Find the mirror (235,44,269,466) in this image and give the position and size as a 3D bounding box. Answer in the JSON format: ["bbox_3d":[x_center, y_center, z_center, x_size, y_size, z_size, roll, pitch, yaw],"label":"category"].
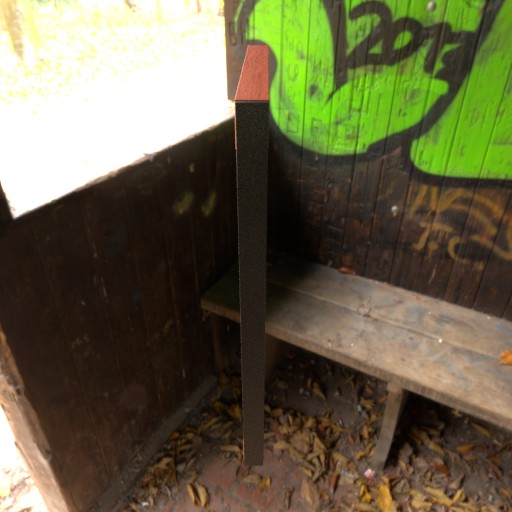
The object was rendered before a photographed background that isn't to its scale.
[{"bbox_3d":[0.000,0.000,1.027,0.047,0.823,0.525,1,33,1],"label":"mirror"}]
